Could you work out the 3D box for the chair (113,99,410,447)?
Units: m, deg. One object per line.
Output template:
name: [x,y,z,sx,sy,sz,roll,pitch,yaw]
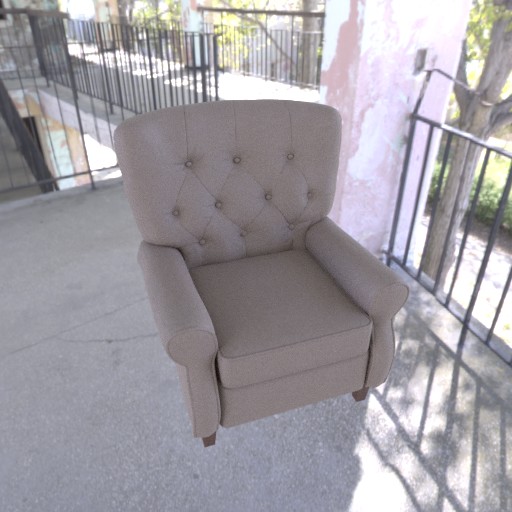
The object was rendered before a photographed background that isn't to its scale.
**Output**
chair: [0.000,0.000,1.902,0.999,1.138,1.041,-10,32,-16]
